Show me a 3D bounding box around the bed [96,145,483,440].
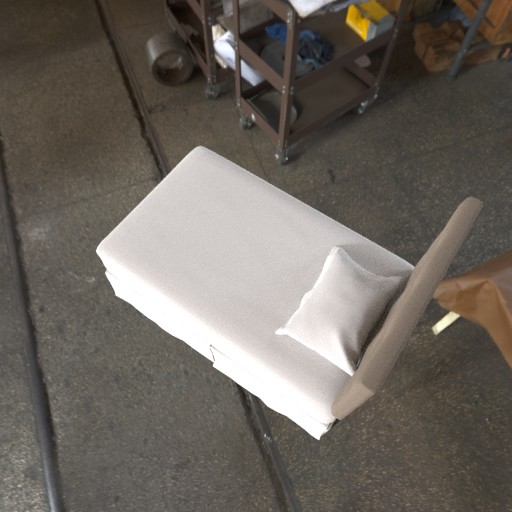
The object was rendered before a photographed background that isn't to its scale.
[{"bbox_3d":[0.000,0.000,2.923,1.997,1.571,1.261,32,67,15],"label":"bed"}]
